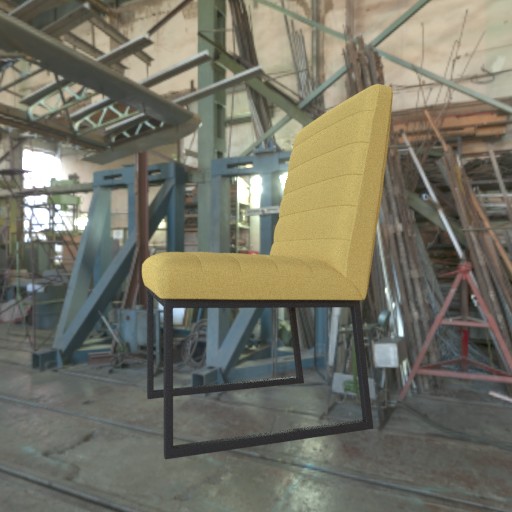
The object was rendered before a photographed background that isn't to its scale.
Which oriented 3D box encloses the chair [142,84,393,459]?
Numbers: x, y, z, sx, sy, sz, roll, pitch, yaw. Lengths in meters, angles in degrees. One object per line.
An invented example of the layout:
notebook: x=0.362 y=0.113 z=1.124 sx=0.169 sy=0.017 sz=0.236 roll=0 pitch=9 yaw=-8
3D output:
chair: x=0.000 y=0.000 z=1.327 sx=0.634 sy=0.930 sz=0.520 roll=0 pitch=0 yaw=-19
